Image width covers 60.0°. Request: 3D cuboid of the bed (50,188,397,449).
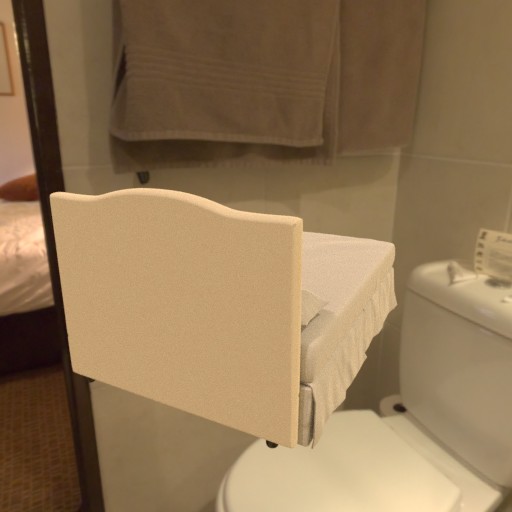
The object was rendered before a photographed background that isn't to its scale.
[{"bbox_3d":[0.000,0.000,3.673,1.977,1.437,2.477,9,19,26],"label":"bed"}]
